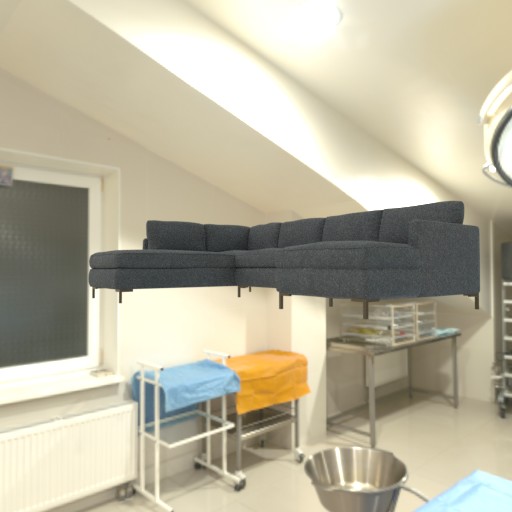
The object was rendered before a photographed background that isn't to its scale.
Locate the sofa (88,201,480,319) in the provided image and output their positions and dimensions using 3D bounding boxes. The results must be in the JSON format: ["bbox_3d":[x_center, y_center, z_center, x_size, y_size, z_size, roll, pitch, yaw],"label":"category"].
[{"bbox_3d":[0.000,0.000,3.839,2.007,0.813,2.956,1,-2,-37],"label":"sofa"}]
